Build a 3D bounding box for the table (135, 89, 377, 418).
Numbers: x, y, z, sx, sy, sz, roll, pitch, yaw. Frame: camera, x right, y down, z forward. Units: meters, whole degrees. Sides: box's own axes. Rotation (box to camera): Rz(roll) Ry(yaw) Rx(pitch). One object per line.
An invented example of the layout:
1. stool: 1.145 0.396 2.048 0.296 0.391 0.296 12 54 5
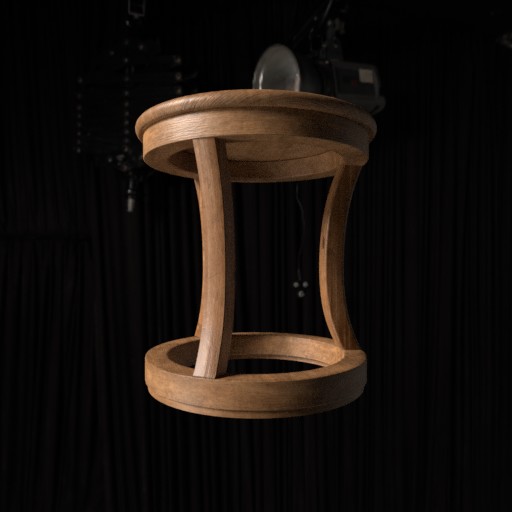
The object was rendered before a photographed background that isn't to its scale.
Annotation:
1. table: 0.000 0.000 0.821 0.432 0.460 0.432 0 0 0
